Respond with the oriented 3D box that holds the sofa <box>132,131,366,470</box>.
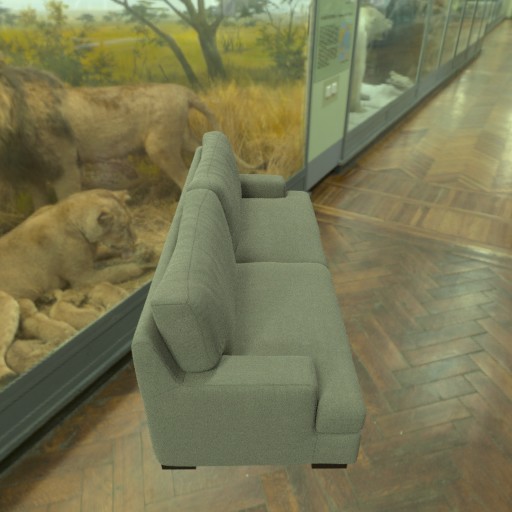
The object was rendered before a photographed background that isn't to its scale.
[{"bbox_3d":[0.000,0.000,2.809,0.962,0.980,2.354,0,32,0],"label":"sofa"}]
